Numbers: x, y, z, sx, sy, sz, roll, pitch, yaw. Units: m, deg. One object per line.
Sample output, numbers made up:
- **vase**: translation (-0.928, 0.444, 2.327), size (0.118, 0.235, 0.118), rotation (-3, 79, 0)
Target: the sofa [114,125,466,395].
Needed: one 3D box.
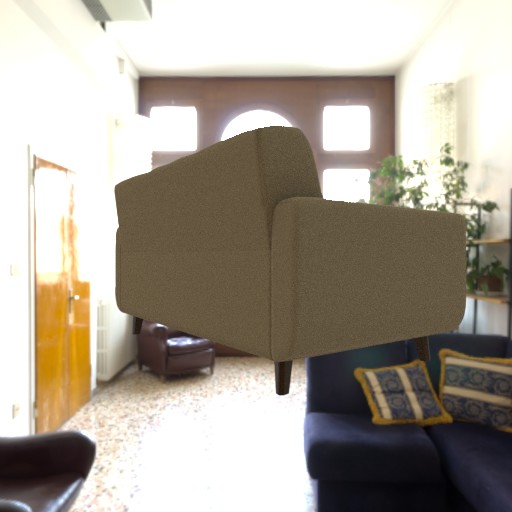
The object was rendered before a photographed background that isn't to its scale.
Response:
- **sofa**: translation (0.000, 0.000, 2.211), size (0.980, 0.892, 1.655), rotation (0, 0, -35)
